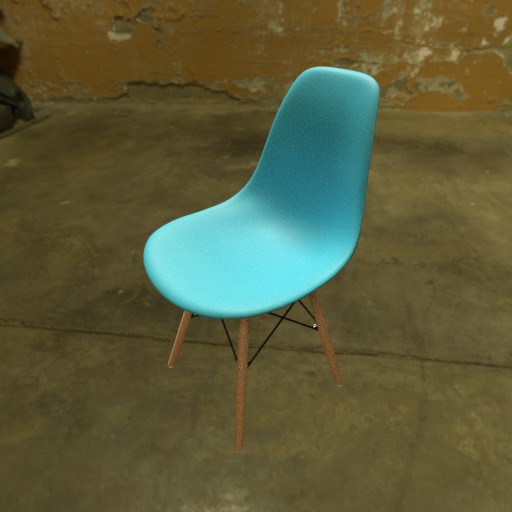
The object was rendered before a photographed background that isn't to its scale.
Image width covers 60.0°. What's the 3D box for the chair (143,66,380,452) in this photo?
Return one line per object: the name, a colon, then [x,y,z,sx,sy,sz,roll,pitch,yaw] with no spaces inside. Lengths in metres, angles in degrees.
chair: [0.000,0.000,1.115,0.531,0.826,0.470,-22,38,-31]
